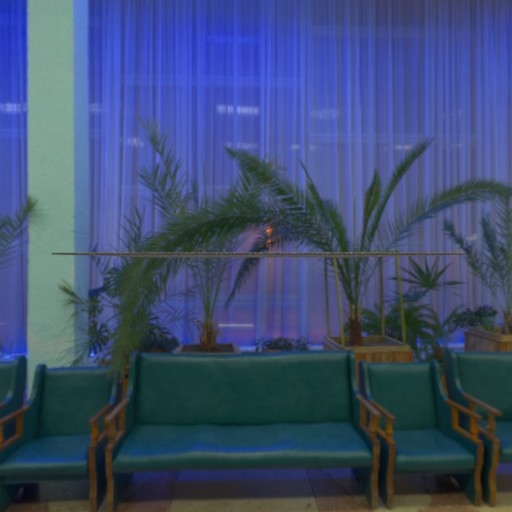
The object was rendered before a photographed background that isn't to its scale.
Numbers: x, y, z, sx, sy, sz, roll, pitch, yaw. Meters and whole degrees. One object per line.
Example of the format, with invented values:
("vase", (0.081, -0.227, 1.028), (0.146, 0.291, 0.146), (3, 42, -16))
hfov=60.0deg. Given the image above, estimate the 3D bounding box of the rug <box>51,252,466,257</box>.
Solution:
("rug", (0.000, 0.000, 4.112), (2.434, 0.013, 3.057), (0, -1, -1))
